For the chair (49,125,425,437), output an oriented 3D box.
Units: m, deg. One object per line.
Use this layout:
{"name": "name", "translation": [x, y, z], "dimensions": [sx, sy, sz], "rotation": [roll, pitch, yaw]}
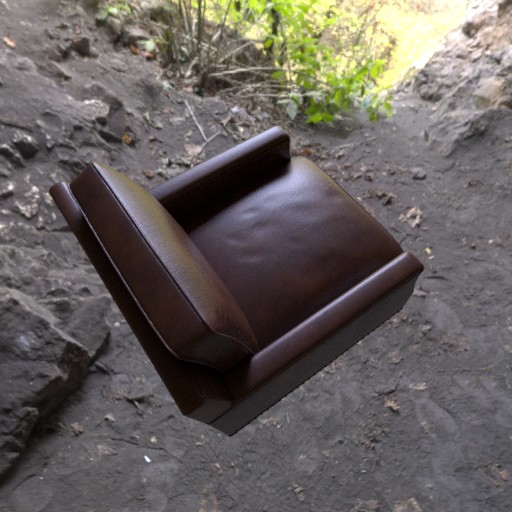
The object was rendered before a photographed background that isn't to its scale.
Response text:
{"name": "chair", "translation": [0.000, 0.000, 1.654], "dimensions": [1.014, 0.929, 0.853], "rotation": [-32, 64, -17]}
